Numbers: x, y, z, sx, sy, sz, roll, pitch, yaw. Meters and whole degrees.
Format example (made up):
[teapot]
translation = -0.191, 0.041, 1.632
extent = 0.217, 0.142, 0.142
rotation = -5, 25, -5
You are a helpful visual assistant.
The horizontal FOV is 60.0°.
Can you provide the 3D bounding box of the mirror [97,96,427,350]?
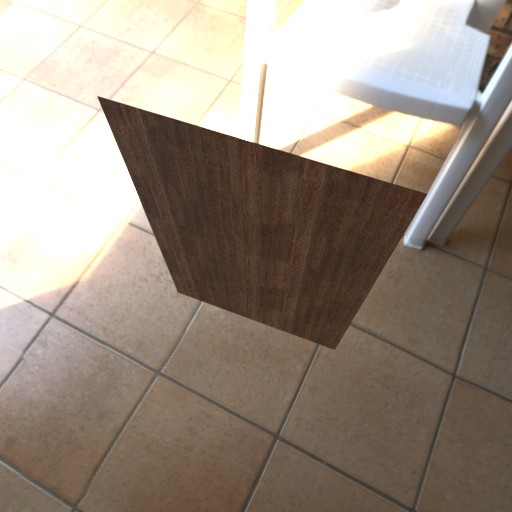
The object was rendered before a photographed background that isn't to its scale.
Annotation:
[mirror]
translation = 0.000, 0.000, 1.276
extent = 0.651, 1.010, 0.047
rotation = 19, 64, 9
